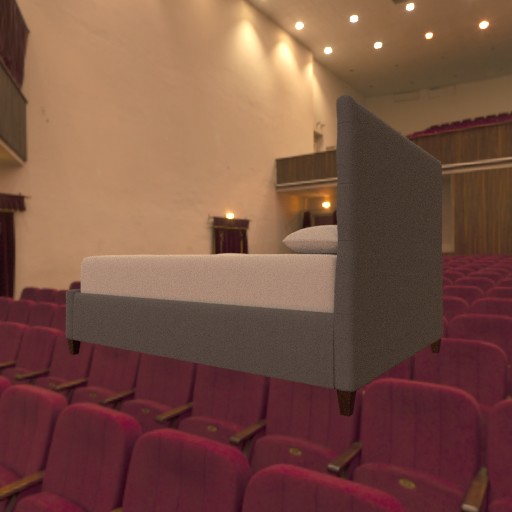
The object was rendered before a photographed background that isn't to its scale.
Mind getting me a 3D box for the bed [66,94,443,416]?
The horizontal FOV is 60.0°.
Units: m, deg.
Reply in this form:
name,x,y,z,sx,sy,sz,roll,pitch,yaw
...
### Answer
name,x,y,z,sx,sy,sz,roll,pitch,yaw
bed,0.000,0.000,3.254,2.231,1.427,1.698,0,0,36
